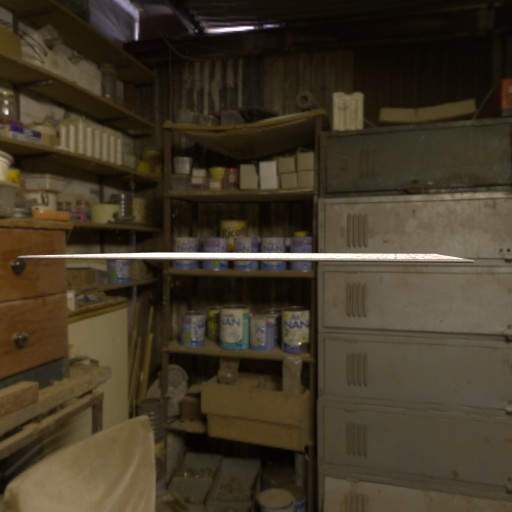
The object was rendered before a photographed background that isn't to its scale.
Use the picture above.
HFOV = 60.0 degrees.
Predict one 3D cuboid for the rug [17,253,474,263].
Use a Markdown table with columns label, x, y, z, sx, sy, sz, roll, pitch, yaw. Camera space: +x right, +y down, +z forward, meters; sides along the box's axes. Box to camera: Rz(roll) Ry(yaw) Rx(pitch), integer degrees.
| label | x | y | z | sx | sy | sz | roll | pitch | yaw |
| --- | --- | --- | --- | --- | --- | --- | --- | --- | --- |
| rug | 0.000 | 0.000 | 2.274 | 1.847 | 0.012 | 1.224 | 0 | 1 | 18 |
